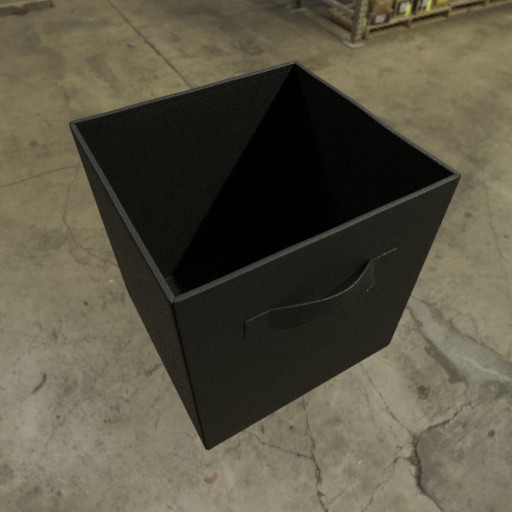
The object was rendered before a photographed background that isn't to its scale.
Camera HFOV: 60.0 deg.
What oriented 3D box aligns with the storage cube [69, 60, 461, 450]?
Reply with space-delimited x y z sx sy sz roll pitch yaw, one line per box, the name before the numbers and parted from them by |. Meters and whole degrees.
storage cube | 0.000 0.000 0.499 0.270 0.280 0.270 -24 52 -20
